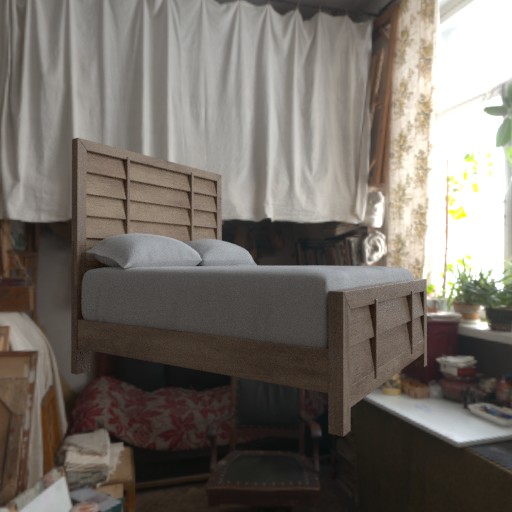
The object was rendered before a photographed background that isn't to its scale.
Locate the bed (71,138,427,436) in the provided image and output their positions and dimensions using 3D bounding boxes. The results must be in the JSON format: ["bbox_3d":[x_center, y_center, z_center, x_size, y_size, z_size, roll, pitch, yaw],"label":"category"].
[{"bbox_3d":[0.000,0.000,3.200,2.017,1.631,1.615,0,-1,33],"label":"bed"}]
